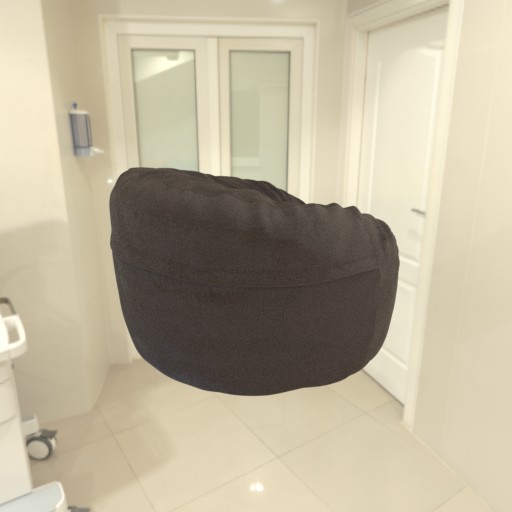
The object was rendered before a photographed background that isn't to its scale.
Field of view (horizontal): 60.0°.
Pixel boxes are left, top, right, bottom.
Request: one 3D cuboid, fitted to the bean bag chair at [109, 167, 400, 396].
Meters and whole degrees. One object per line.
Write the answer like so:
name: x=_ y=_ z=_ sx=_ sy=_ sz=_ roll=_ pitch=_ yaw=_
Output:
bean bag chair: x=0.000 y=0.000 z=2.040 sx=1.245 sy=0.821 sz=1.245 roll=0 pitch=17 yaw=0
